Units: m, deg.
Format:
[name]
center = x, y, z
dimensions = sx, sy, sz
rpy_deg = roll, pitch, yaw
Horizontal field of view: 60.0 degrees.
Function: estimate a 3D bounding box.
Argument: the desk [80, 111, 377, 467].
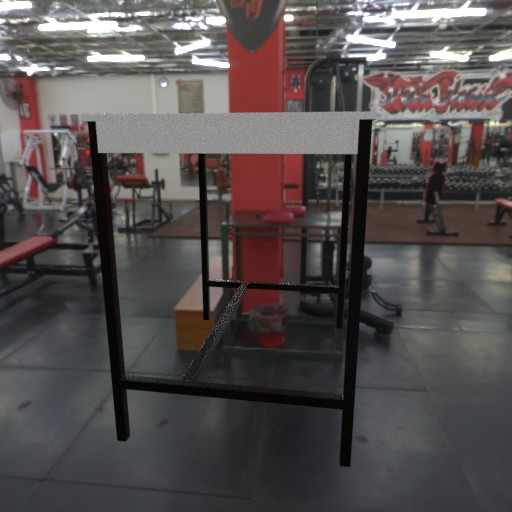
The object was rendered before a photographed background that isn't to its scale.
[desk]
center = 0.000, 0.000, 1.319
dimensions = 0.573, 0.766, 0.811
rpy_deg = 2, 15, 9
